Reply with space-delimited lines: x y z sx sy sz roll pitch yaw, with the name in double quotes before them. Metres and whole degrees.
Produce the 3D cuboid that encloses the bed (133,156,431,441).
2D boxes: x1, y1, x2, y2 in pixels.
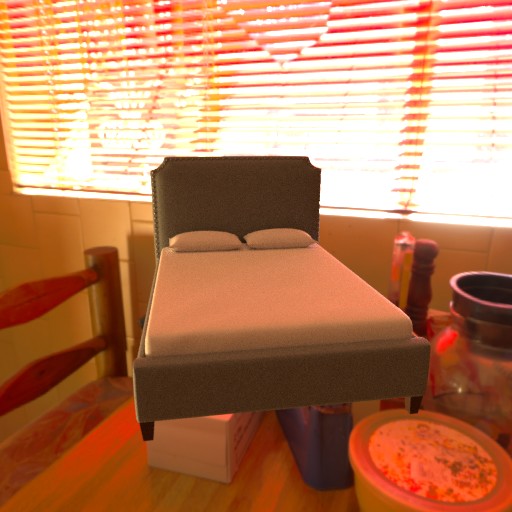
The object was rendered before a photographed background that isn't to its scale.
"bed" 0.000 0.000 3.480 1.712 1.443 2.372 -2 15 -9
